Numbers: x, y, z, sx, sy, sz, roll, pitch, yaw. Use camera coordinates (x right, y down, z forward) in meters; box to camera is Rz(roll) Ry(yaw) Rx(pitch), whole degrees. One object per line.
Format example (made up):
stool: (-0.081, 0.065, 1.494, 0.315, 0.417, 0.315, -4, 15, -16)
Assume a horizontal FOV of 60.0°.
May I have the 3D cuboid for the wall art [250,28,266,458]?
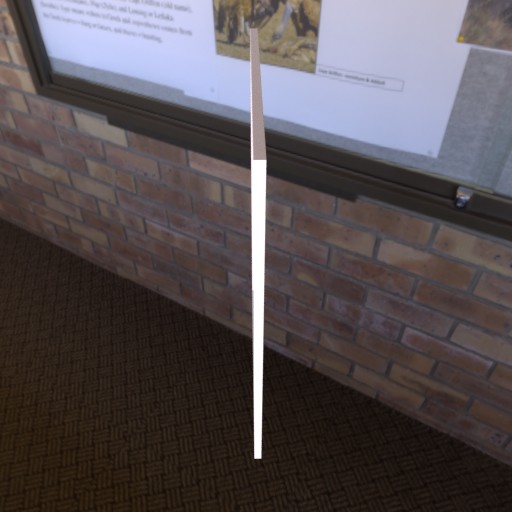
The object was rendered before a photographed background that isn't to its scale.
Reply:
wall art: (0.000, 0.000, 0.820, 0.013, 0.656, 0.456, -1, 42, -1)
